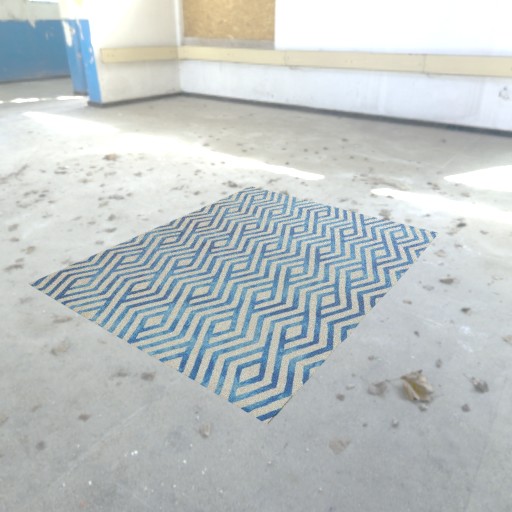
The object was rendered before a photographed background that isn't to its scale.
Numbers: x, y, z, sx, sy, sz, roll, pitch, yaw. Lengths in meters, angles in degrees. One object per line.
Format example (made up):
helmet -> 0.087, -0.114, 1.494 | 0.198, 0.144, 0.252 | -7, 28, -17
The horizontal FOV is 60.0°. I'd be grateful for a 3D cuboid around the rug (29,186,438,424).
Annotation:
rug -> 0.000, 0.000, 4.133 | 2.453, 0.008, 3.059 | 19, 34, 32
